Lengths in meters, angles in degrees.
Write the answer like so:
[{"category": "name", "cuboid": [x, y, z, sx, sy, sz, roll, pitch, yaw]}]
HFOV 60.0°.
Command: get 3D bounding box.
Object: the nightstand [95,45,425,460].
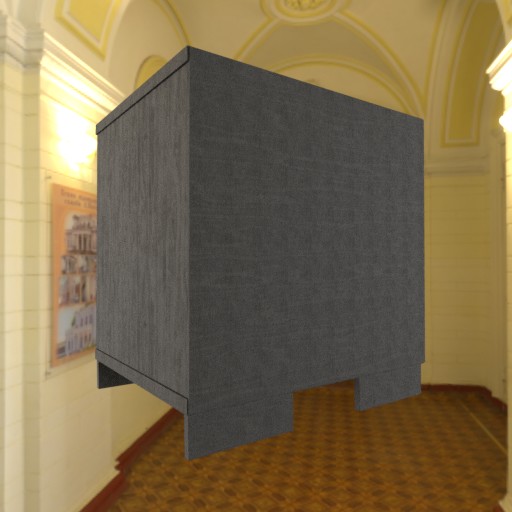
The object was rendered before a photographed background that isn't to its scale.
[{"category": "nightstand", "cuboid": [0.000, 0.000, 0.737, 0.427, 0.448, 0.347, 1, -1, -36]}]
